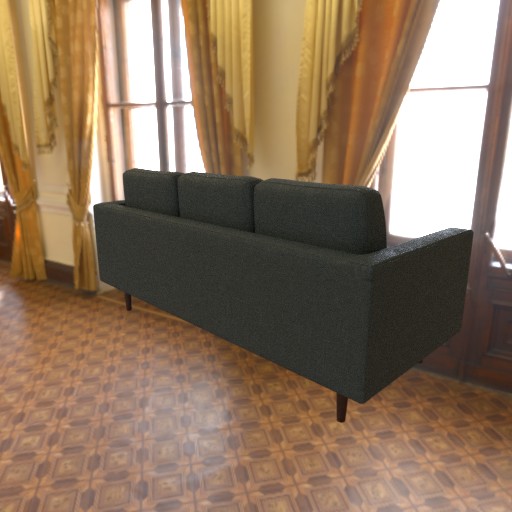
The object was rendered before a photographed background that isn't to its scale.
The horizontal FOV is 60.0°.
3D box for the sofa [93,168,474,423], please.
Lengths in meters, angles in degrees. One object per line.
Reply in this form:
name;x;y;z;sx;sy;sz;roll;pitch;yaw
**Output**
sofa;0.000;0.000;2.503;0.935;0.945;2.013;-14;21;-43
